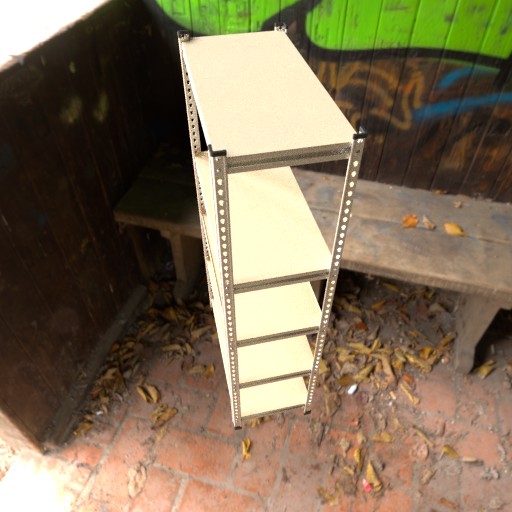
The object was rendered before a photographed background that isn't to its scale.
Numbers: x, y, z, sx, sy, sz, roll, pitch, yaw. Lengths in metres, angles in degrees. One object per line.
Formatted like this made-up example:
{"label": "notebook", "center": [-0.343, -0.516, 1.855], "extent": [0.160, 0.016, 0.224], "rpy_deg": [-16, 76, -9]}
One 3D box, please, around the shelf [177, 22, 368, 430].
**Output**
{"label": "shelf", "center": [0.000, 0.000, 2.193], "extent": [0.457, 1.829, 0.914], "rpy_deg": [-9, 47, -9]}
